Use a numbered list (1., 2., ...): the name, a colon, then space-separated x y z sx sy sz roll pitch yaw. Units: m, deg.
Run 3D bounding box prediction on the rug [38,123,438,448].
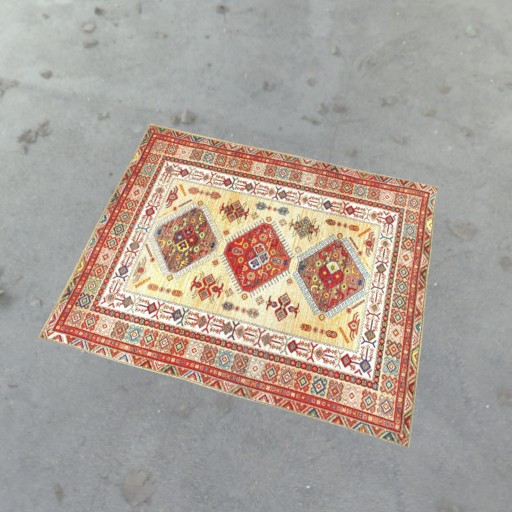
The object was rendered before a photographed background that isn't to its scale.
1. rug: 0.000 0.000 4.024 3.067 0.005 2.460 14 64 7
